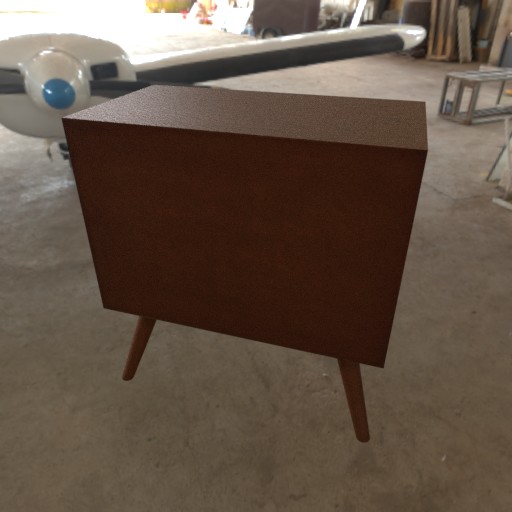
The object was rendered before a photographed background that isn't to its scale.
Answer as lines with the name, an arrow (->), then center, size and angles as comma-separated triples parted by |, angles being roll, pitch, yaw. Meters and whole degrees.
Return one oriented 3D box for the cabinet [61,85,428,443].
cabinet -> 0.000, 0.000, 1.159 | 0.712, 0.748, 0.388 | 9, 32, 15
